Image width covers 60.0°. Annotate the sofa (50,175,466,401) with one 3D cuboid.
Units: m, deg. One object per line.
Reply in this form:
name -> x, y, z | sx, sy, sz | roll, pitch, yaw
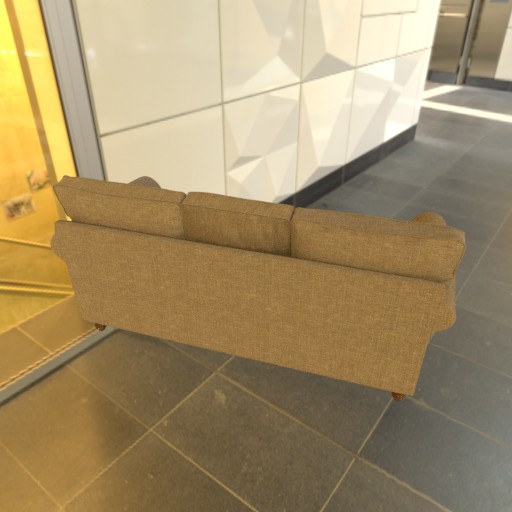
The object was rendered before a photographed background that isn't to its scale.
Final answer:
sofa -> 0.000, 0.000, 2.573 | 2.084, 0.961, 0.916 | 9, 32, 15
